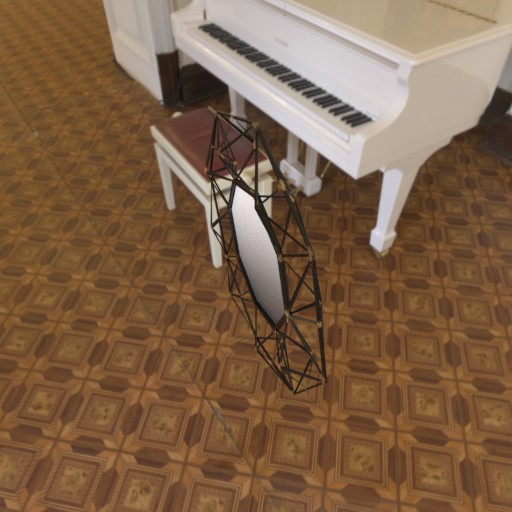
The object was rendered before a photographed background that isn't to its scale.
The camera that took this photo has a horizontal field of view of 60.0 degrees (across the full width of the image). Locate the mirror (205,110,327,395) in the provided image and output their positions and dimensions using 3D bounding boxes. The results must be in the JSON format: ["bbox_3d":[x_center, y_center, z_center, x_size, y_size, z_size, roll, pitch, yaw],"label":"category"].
[{"bbox_3d":[0.000,0.000,1.064,0.094,0.710,0.710,-16,49,-15],"label":"mirror"}]
